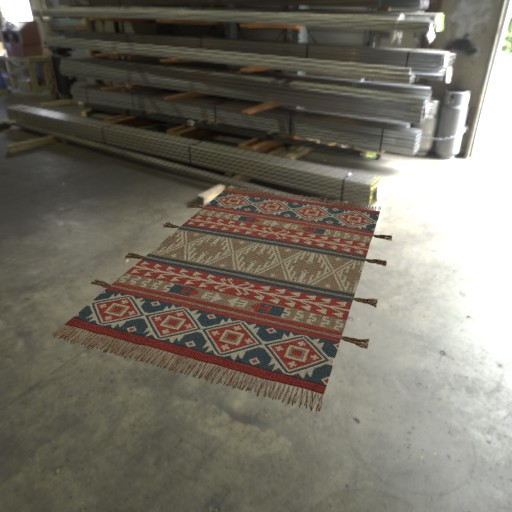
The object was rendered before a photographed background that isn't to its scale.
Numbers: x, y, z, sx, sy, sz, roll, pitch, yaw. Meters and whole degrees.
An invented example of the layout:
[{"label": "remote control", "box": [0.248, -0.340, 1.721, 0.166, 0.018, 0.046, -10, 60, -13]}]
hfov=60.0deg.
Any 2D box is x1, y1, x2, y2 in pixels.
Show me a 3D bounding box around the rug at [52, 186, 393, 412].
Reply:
[{"label": "rug", "box": [0.000, 0.000, 3.163, 1.778, 0.048, 2.450, 10, 31, 18]}]
